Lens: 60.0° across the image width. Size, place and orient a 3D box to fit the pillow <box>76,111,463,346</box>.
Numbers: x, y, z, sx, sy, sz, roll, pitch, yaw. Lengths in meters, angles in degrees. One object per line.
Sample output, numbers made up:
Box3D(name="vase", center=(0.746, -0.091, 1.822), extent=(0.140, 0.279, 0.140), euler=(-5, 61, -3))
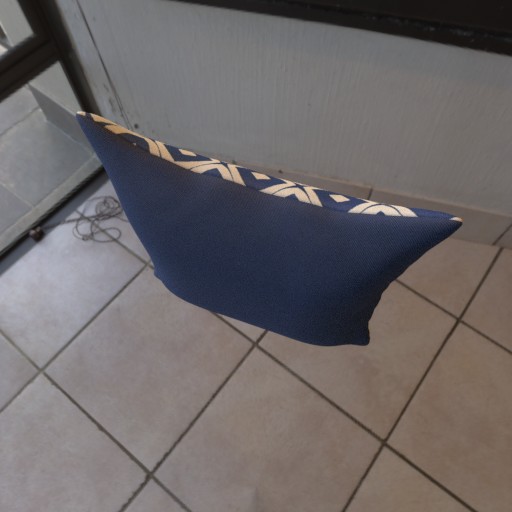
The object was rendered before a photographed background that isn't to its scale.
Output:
Box3D(name="pillow", center=(0.000, 0.000, 0.762), extent=(0.504, 0.494, 0.188), euler=(17, 64, 9))
